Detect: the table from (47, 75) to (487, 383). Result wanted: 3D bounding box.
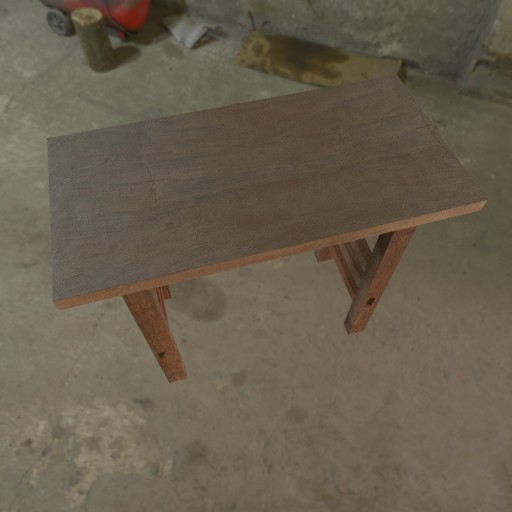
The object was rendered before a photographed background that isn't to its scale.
[{"bbox_3d":[0.000,0.000,1.620,1.119,0.914,0.556,-13,58,-8],"label":"table"}]
